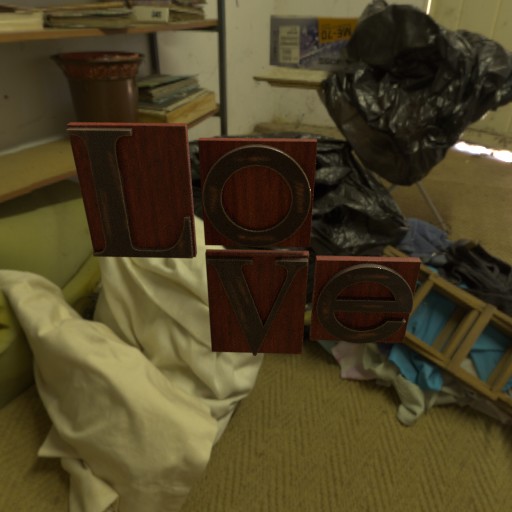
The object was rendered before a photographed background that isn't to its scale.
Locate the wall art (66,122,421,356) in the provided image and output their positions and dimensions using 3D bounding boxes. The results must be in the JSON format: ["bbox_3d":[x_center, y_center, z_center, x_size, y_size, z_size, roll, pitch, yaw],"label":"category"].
[{"bbox_3d":[0.000,0.000,0.858,0.635,0.497,0.030,1,30,2],"label":"wall art"}]
